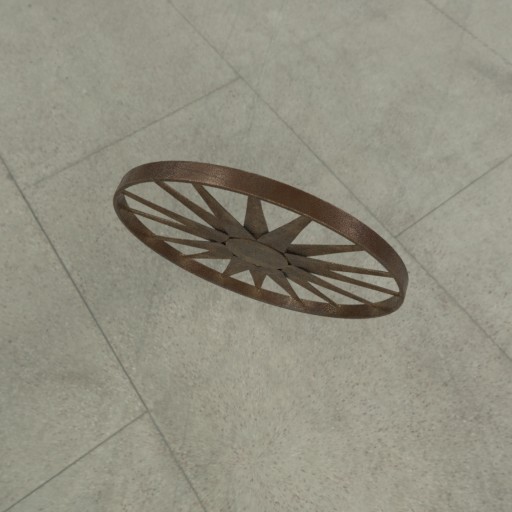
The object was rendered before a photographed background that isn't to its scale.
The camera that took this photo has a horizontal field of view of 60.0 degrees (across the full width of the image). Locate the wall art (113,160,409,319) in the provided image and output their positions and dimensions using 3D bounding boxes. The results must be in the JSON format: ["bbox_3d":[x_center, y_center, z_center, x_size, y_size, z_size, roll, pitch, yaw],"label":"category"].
[{"bbox_3d":[0.000,0.000,0.884,0.582,0.583,0.084,17,66,8],"label":"wall art"}]
